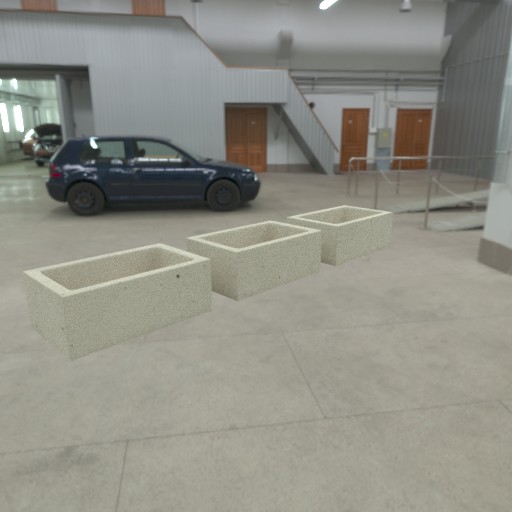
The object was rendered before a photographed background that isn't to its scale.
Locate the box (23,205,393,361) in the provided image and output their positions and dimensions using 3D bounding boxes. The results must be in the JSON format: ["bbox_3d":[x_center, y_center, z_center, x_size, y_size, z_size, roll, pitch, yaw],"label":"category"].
[{"bbox_3d":[0.000,0.000,0.500,0.461,0.051,0.082,-15,22,-43],"label":"box"}]
